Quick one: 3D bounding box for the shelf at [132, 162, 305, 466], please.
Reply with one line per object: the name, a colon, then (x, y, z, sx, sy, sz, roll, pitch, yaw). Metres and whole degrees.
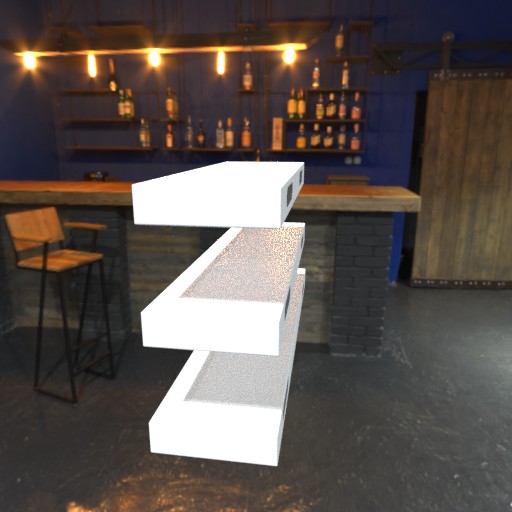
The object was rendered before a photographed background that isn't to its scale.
shelf: (0.000, 0.000, 0.730, 0.140, 0.293, 0.610, 2, 15, 9)
